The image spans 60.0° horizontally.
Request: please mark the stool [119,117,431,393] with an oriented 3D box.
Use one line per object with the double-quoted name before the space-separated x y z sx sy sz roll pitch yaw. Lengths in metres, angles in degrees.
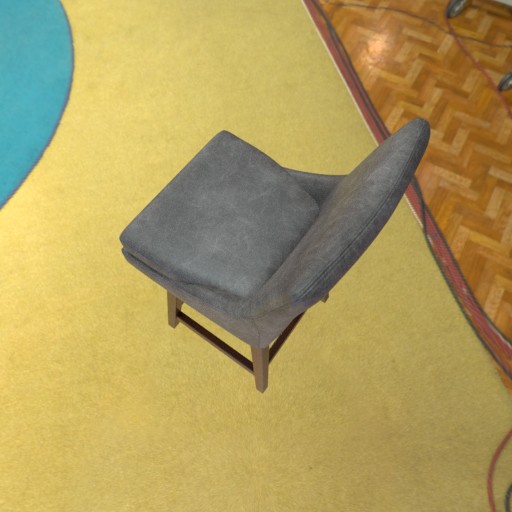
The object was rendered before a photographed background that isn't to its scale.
"stool" 0.000 0.000 1.312 0.587 1.046 0.492 33 68 15
